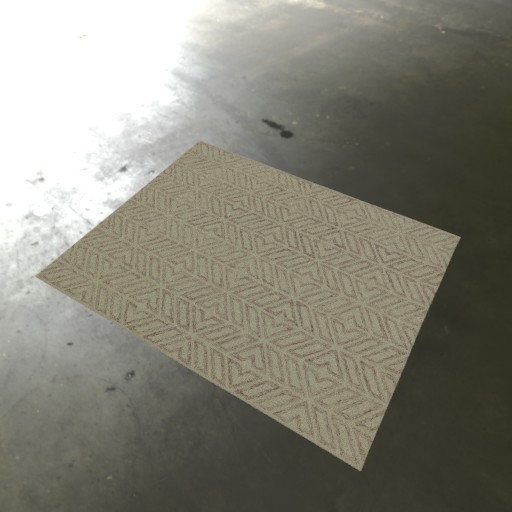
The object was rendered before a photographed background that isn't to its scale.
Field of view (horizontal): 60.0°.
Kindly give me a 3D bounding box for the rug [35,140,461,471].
[{"bbox_3d":[0.000,0.000,4.025,3.045,0.008,2.421,25,53,20],"label":"rug"}]
